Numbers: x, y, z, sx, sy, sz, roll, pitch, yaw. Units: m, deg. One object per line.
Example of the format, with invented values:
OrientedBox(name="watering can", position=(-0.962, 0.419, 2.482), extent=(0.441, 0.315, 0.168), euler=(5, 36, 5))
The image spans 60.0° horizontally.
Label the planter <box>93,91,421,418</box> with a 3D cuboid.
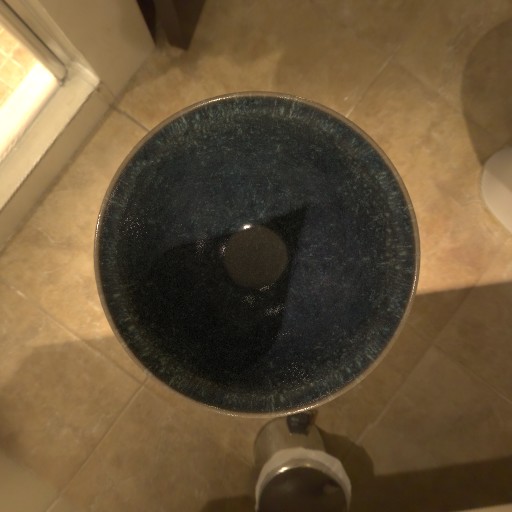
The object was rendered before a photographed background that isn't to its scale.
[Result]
OrientedBox(name="planter", position=(0.000, 0.000, 0.369), extent=(0.195, 0.214, 0.195), euler=(0, 89, -1))
